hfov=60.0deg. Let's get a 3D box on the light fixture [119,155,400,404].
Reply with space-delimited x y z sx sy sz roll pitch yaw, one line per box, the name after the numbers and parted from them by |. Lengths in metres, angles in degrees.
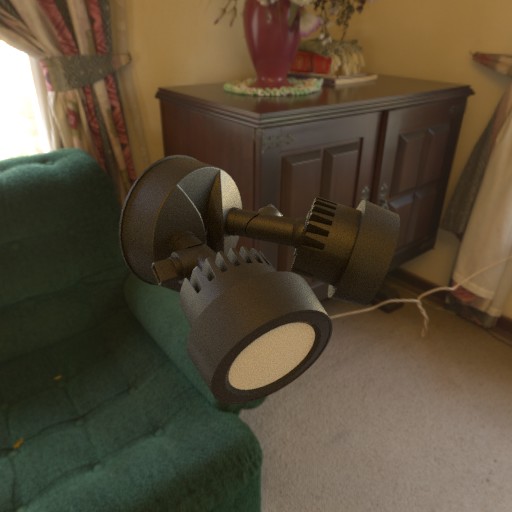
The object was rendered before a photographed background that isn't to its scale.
0.000 0.000 0.321 0.168 0.120 0.213 19 33 32 | light fixture
